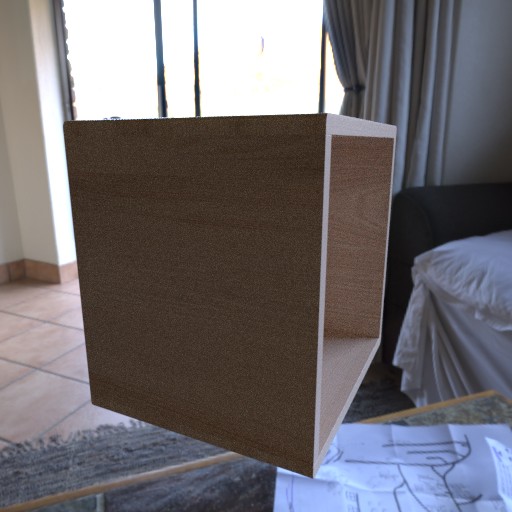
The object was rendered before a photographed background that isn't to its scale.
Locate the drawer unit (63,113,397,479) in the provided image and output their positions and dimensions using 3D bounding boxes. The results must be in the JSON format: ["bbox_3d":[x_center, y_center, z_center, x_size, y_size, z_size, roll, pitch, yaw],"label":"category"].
[{"bbox_3d":[0.000,0.000,0.601,0.290,0.344,0.344,7,16,25],"label":"drawer unit"}]
